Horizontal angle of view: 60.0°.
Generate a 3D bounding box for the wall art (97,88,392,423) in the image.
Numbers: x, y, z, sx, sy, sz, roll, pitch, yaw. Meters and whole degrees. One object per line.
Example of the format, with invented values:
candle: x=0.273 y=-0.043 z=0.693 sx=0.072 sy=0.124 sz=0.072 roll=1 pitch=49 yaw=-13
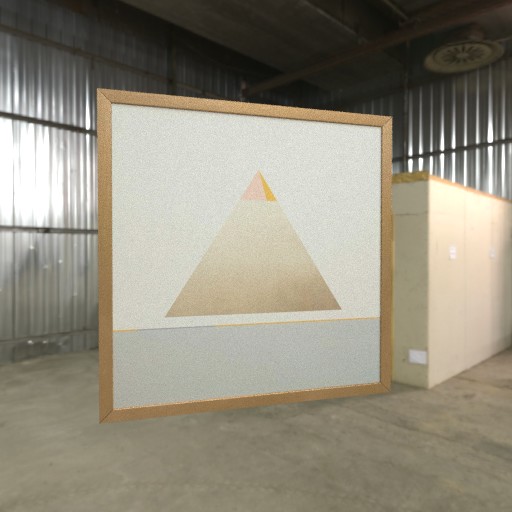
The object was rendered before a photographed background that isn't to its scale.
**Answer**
wall art: x=0.000 y=0.000 z=0.766 sx=0.513 sy=0.511 sz=0.038 roll=0 pitch=1 yaw=-17
